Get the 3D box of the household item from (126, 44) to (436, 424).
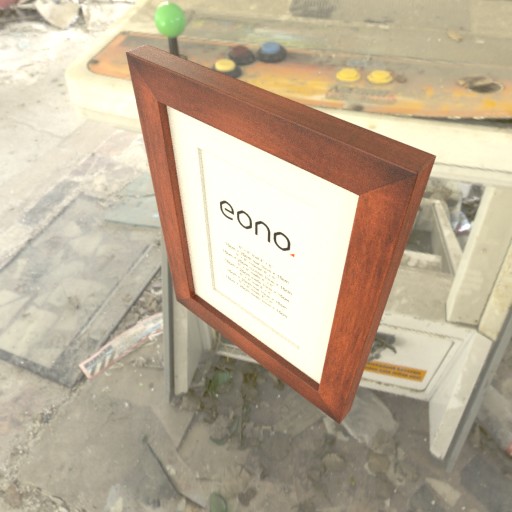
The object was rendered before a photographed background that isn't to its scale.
[{"bbox_3d":[0.000,0.000,0.329,0.200,0.250,0.020,32,53,27],"label":"household item"}]
